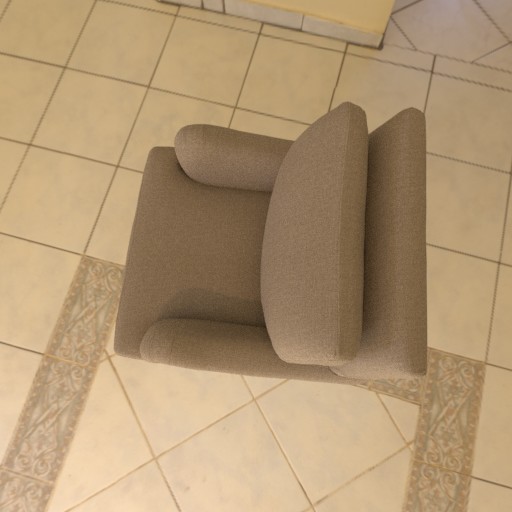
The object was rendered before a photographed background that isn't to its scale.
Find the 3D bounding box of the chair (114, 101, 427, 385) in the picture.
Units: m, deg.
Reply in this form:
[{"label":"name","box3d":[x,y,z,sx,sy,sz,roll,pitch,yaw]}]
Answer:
[{"label":"chair","box3d":[0.000,0.000,1.823,1.070,1.038,0.955,5,74,2]}]
